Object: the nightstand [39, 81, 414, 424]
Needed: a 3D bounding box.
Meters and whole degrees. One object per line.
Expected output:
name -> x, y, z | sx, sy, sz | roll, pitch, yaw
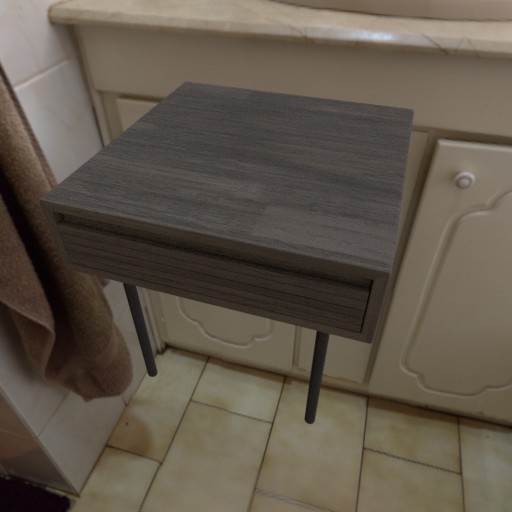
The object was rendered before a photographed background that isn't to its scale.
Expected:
nightstand -> 0.000, 0.000, 0.926 | 0.502, 0.497, 0.503 | 12, 43, 14
